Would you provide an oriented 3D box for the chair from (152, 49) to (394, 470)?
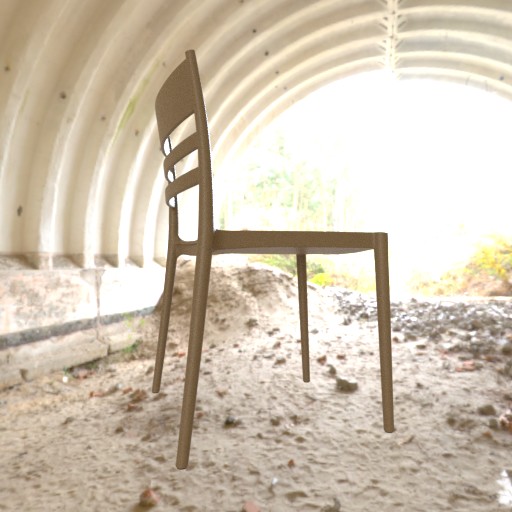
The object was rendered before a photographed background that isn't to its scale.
[{"bbox_3d":[0.000,0.000,1.146,0.511,0.800,0.531,0,-1,-18],"label":"chair"}]
